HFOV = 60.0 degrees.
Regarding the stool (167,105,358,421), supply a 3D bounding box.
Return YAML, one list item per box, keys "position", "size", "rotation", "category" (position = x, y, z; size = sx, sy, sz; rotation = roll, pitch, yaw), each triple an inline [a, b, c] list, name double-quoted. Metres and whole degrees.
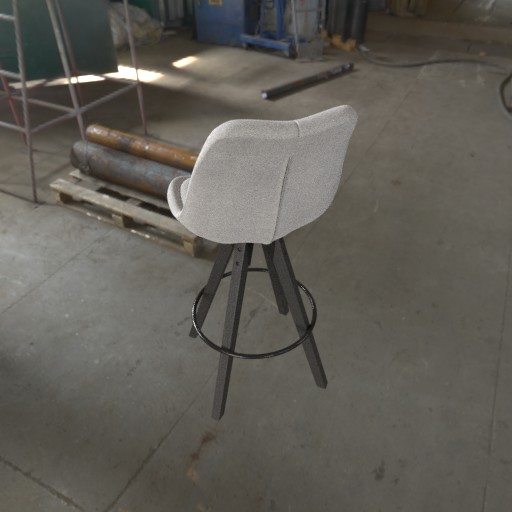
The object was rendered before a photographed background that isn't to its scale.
- position: [0.000, 0.000, 1.425]
  size: [0.485, 1.115, 0.550]
  rotation: [-12, 41, -14]
  category: "stool"
